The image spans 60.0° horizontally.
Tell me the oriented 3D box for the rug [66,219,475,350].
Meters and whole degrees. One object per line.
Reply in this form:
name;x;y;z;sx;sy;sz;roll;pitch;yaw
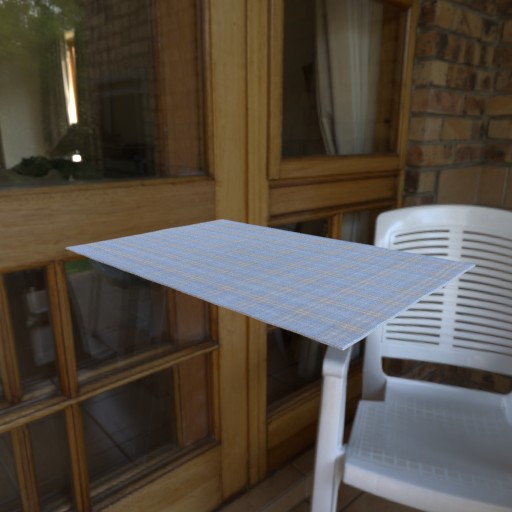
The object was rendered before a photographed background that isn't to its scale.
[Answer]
rug;0.000;0.000;2.357;1.835;0.012;1.231;13;20;41
